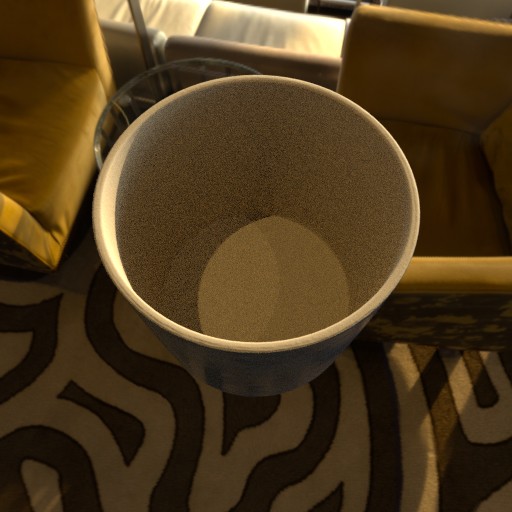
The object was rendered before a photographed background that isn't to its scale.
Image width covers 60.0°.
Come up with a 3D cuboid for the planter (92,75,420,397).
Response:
[{"bbox_3d":[0.000,0.000,0.393,0.221,0.201,0.221,0,64,0],"label":"planter"}]
